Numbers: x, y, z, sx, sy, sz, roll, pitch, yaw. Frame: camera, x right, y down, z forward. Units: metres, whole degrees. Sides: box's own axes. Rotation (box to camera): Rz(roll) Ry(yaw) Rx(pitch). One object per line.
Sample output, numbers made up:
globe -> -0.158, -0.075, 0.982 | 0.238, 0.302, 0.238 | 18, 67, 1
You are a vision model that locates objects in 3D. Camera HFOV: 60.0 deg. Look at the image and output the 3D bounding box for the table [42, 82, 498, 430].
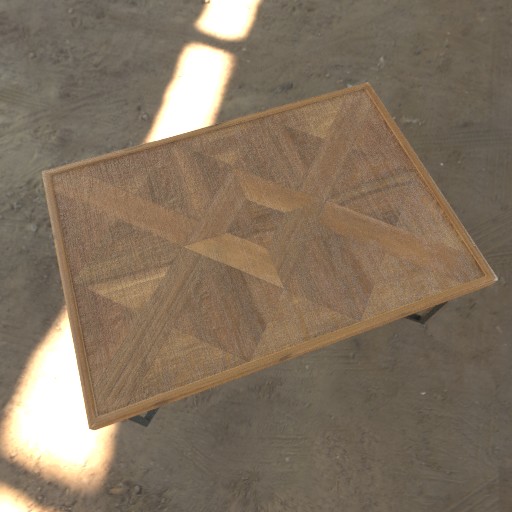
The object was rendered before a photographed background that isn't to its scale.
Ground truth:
table -> 0.000, 0.000, 1.641 | 1.238, 0.492, 0.877 | -18, 65, -9
